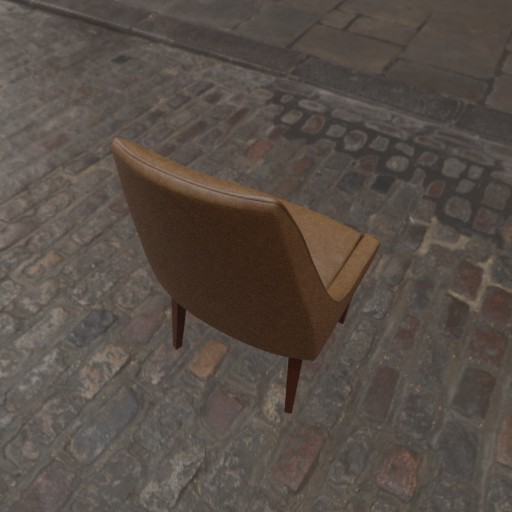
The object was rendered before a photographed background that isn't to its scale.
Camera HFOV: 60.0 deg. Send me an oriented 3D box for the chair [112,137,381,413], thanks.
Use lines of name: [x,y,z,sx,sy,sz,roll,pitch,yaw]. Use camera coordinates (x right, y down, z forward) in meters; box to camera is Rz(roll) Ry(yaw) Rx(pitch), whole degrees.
chair: [0.000,0.000,1.192,0.529,0.861,0.544,24,52,21]
